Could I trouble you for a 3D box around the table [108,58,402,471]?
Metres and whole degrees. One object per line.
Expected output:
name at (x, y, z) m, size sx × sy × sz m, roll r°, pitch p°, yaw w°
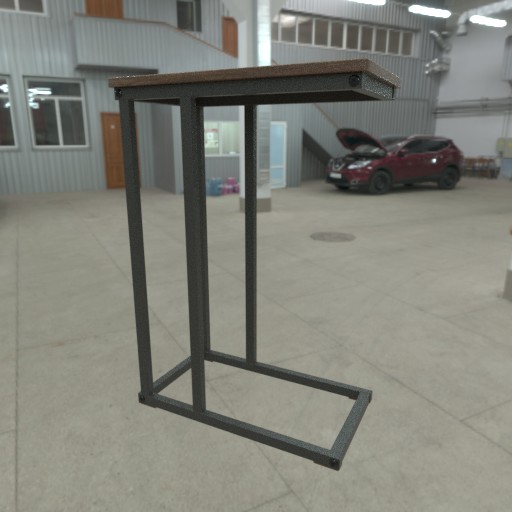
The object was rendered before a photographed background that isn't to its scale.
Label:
table at (0.000, 0.000, 0.853) m, size 0.450 × 0.637 × 0.254 m, roll 8°, pitch 17°, yaw 26°
